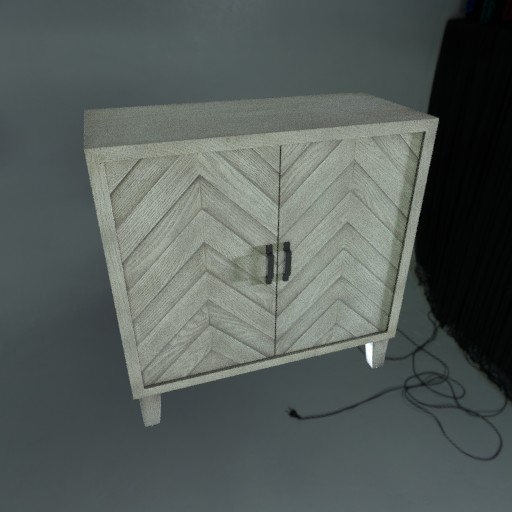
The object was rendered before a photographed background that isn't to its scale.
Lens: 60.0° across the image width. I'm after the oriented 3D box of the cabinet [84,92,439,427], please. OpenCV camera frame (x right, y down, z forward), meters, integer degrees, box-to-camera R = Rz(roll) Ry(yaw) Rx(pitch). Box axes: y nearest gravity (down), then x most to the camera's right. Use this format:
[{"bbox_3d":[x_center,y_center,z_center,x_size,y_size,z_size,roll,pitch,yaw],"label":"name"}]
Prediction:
[{"bbox_3d":[0.000,0.000,1.261,0.781,0.787,0.370,-9,31,-16],"label":"cabinet"}]
